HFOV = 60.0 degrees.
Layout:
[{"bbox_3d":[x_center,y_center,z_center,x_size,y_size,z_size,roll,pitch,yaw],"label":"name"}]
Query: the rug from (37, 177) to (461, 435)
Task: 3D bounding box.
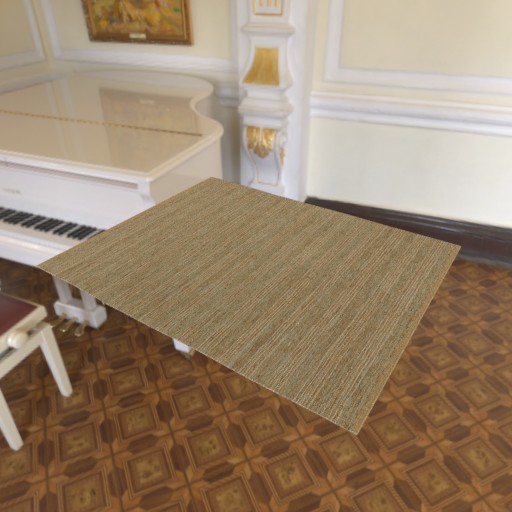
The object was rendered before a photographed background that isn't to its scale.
[{"bbox_3d":[0.000,0.000,4.061,3.034,0.012,2.471,20,38,28],"label":"rug"}]
